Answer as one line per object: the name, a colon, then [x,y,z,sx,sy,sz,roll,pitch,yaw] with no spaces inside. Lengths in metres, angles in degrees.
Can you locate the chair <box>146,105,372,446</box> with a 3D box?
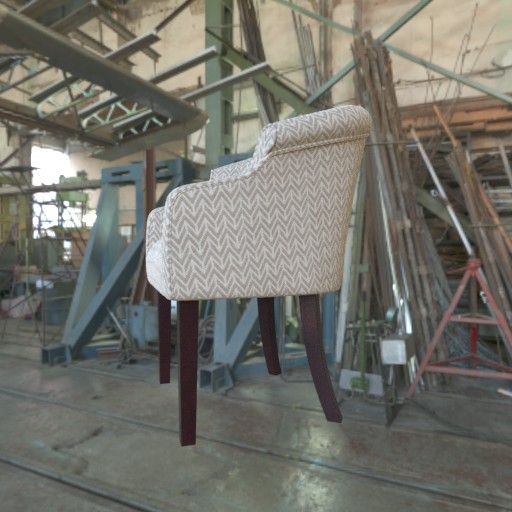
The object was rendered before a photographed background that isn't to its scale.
chair: [0.000,0.000,1.329,0.613,0.858,0.686,0,1,-18]
